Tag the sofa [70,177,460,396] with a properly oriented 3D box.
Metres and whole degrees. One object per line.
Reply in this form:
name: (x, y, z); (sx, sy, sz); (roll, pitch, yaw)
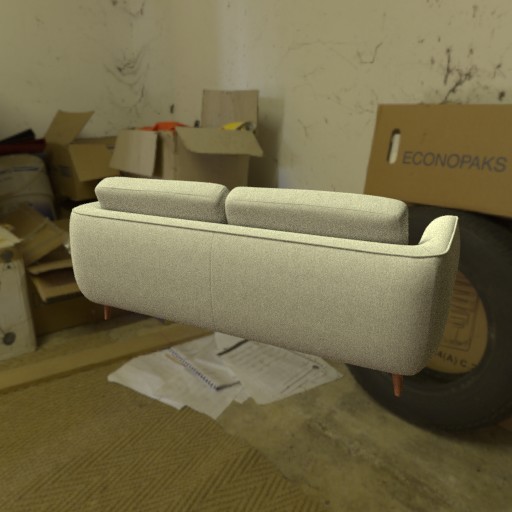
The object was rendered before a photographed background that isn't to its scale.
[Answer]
sofa: (0.000, 0.000, 2.427); (2.000, 0.850, 0.920); (9, 19, 26)
